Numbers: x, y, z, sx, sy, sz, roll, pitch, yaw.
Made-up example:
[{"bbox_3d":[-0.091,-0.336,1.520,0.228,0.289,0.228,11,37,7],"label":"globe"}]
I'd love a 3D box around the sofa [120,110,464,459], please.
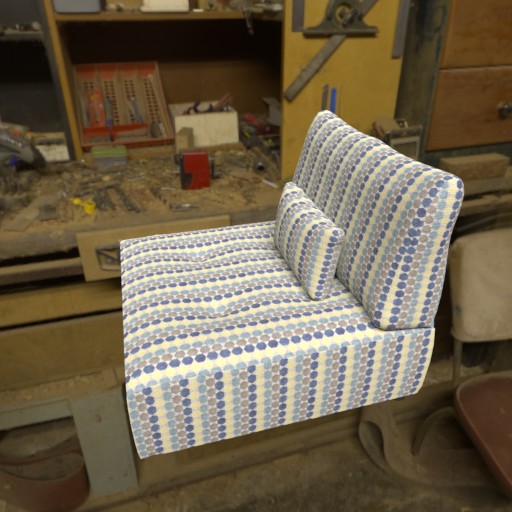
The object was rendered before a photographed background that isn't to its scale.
[{"bbox_3d":[0.000,0.000,1.651,1.000,0.830,0.930,-8,31,-14],"label":"sofa"}]
